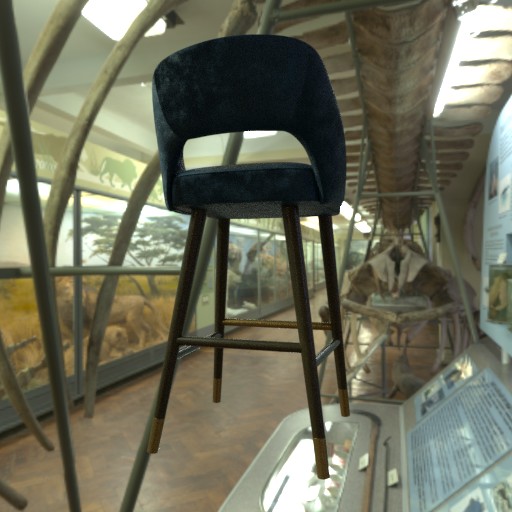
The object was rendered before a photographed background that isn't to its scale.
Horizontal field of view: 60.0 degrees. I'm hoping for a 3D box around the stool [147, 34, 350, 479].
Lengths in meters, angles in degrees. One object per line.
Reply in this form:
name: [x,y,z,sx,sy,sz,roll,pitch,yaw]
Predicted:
stool: [0.000,0.000,1.255,0.514,1.016,0.515,0,-1,18]
